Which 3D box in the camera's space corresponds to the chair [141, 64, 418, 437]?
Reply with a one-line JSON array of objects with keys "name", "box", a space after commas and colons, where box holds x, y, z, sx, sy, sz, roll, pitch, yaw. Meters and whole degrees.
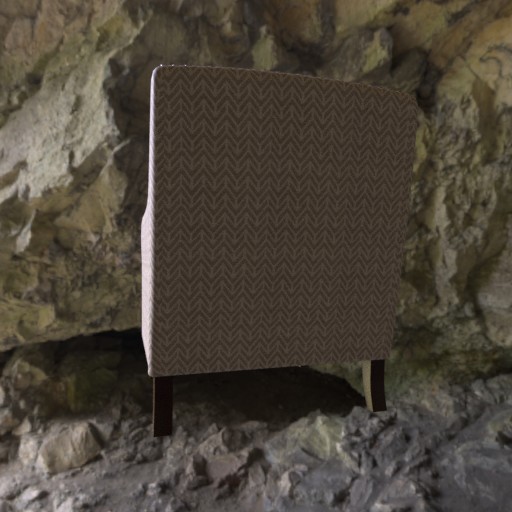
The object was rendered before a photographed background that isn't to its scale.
[{"name": "chair", "box": [0.000, 0.000, 1.276, 0.623, 0.816, 0.651, 0, 0, -16]}]
